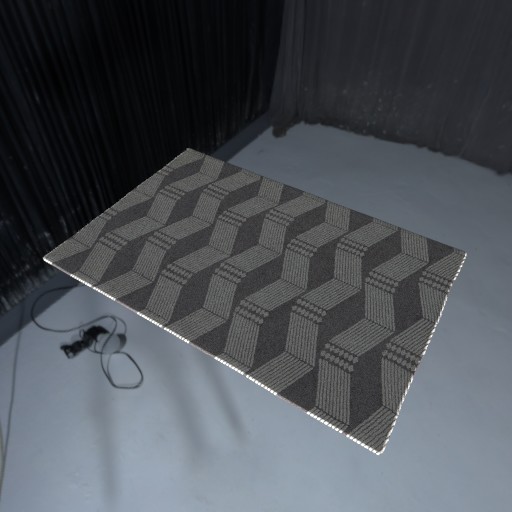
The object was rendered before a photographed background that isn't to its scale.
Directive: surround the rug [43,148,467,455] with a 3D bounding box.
[{"bbox_3d":[0.000,0.000,2.288,1.833,0.016,1.210,25,51,22],"label":"rug"}]
